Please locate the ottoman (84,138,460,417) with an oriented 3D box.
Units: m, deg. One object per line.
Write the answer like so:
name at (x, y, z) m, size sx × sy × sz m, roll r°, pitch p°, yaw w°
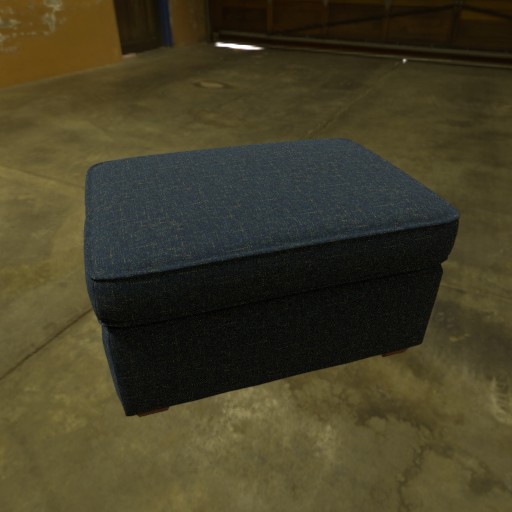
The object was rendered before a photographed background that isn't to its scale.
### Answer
ottoman at (0.000, 0.000, 1.101) m, size 0.749 × 0.450 × 0.549 m, roll -10°, pitch 34°, yaw -15°
